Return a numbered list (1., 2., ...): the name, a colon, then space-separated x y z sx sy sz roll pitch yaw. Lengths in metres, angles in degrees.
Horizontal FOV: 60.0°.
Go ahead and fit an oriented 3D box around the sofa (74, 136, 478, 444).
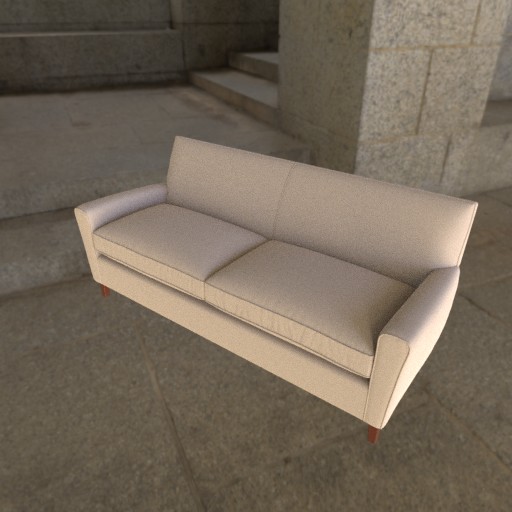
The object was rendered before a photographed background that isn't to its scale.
1. sofa: 0.000 0.000 2.425 2.000 0.846 0.875 20 36 31
